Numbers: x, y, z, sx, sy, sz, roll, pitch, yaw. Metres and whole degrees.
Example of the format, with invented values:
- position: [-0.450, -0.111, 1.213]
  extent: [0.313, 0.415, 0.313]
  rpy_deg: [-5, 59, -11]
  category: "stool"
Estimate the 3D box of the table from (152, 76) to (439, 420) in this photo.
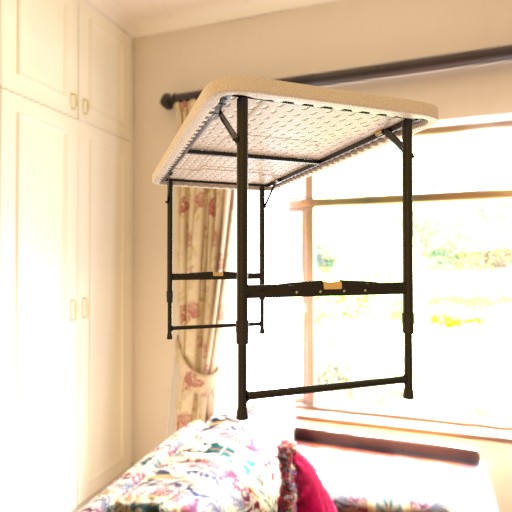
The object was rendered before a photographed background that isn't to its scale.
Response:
- position: [0.000, 0.000, 1.570]
  extent: [0.610, 0.737, 1.219]
  rpy_deg: [0, -1, -19]
  category: "table"
